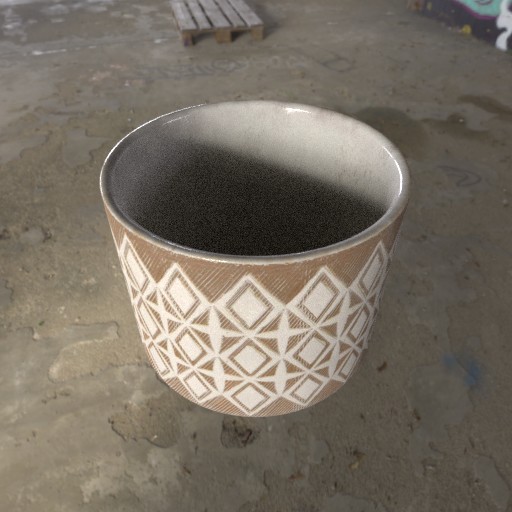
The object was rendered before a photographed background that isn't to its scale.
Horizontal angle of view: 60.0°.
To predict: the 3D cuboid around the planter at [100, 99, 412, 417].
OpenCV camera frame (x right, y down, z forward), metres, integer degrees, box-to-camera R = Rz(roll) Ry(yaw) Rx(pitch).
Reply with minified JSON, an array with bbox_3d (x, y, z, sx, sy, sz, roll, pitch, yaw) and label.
[{"bbox_3d":[0.000,0.000,0.337,0.193,0.165,0.193,0,42,0],"label":"planter"}]
